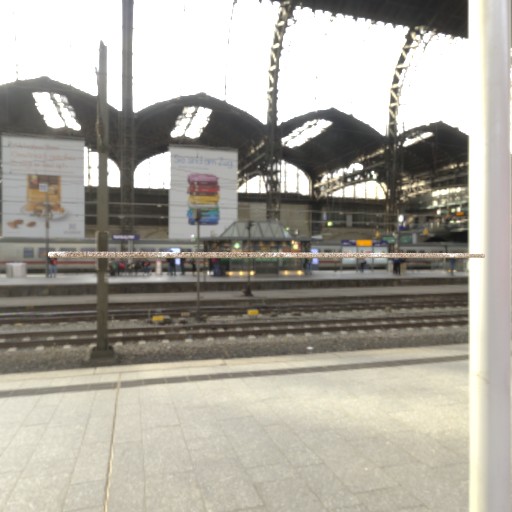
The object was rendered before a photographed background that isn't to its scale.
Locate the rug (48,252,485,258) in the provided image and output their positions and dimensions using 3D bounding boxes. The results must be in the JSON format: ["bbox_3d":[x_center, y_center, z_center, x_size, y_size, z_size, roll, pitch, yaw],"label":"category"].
[{"bbox_3d":[0.000,0.000,3.455,2.743,0.030,1.778,0,0,-18],"label":"rug"}]
